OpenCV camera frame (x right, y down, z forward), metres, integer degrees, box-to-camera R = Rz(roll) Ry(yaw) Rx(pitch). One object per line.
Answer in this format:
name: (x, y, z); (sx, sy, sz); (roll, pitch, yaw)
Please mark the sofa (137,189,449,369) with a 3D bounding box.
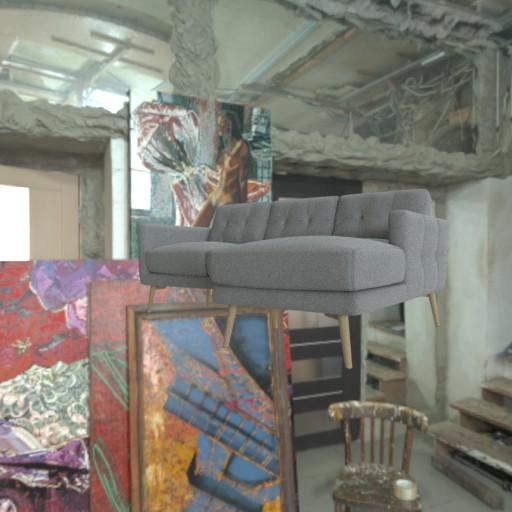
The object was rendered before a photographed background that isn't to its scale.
sofa: (0.000, 0.000, 2.829); (2.040, 0.860, 1.530); (0, 1, 36)
